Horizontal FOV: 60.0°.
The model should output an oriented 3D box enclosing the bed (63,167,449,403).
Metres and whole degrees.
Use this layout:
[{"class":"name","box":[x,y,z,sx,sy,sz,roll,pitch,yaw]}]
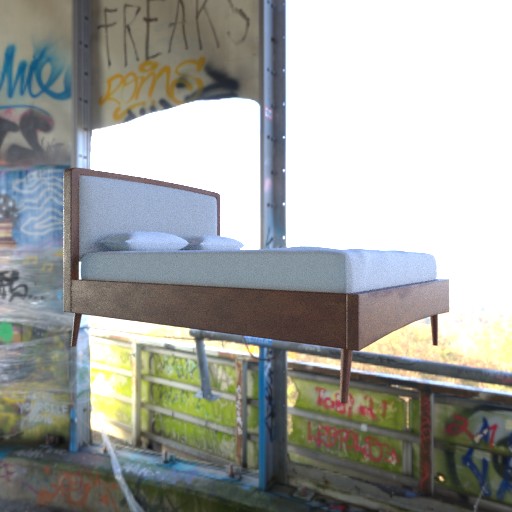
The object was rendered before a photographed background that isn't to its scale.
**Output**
[{"class":"bed","box":[0.000,0.000,3.111,2.196,1.275,1.587,0,0,36]}]
